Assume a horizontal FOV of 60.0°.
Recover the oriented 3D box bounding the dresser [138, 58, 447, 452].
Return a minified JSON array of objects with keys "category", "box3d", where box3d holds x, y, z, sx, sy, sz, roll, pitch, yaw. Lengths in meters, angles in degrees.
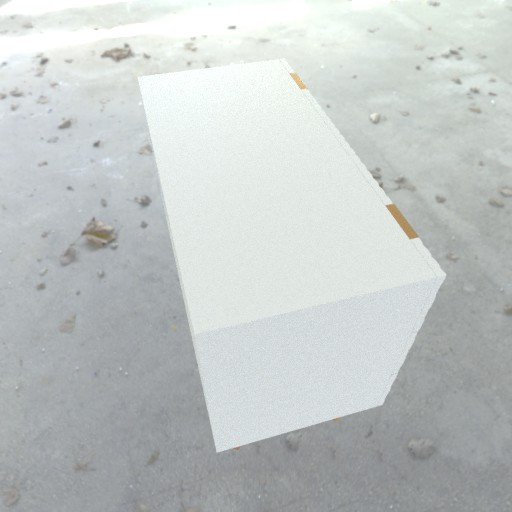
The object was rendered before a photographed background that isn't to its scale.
[{"category":"dresser","box3d":[0.000,0.000,1.297,0.457,0.721,0.905,-12,49,-11]}]
